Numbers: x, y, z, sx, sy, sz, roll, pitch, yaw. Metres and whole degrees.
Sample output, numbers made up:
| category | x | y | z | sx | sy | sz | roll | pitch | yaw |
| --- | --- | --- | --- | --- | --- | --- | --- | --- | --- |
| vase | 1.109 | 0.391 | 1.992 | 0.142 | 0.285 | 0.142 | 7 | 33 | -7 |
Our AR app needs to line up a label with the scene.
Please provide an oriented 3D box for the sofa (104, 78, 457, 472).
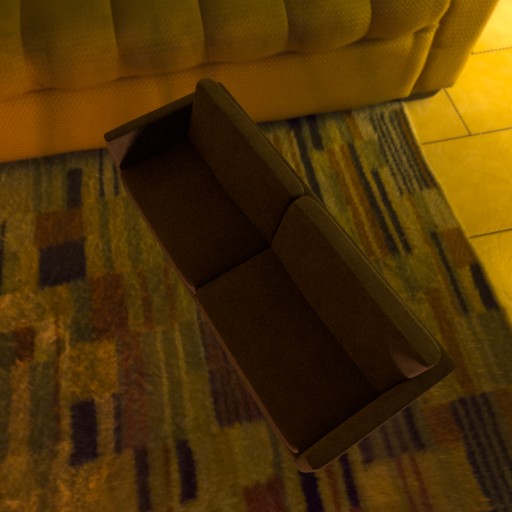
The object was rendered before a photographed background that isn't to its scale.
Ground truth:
| category | x | y | z | sx | sy | sz | roll | pitch | yaw |
| --- | --- | --- | --- | --- | --- | --- | --- | --- | --- |
| sofa | 0.000 | 0.000 | 2.852 | 0.951 | 0.965 | 2.434 | -30 | 68 | -14 |
